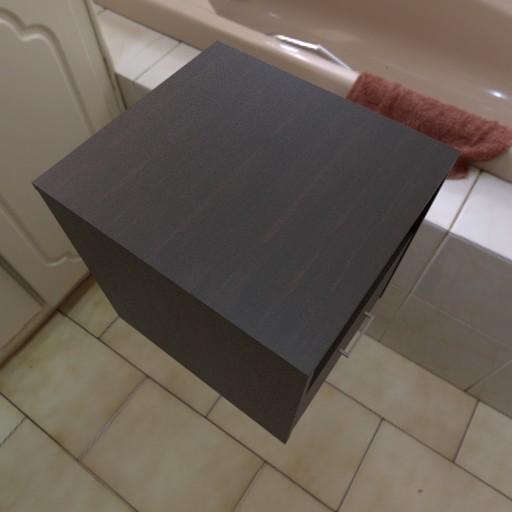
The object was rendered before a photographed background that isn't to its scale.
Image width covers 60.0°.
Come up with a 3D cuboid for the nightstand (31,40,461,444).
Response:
[{"bbox_3d":[0.000,0.000,0.808,0.461,0.460,0.400,32,64,18],"label":"nightstand"}]
